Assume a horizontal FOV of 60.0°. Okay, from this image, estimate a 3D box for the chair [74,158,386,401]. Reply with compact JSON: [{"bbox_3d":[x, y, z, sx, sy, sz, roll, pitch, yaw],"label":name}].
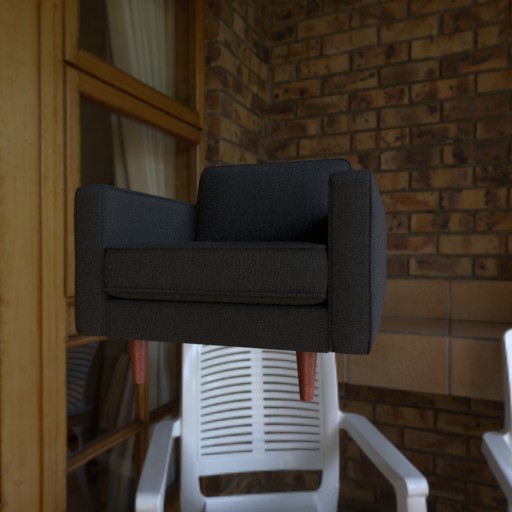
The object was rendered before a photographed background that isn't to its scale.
[{"bbox_3d":[0.000,0.000,1.618,0.899,0.770,0.919,0,1,18],"label":"chair"}]
